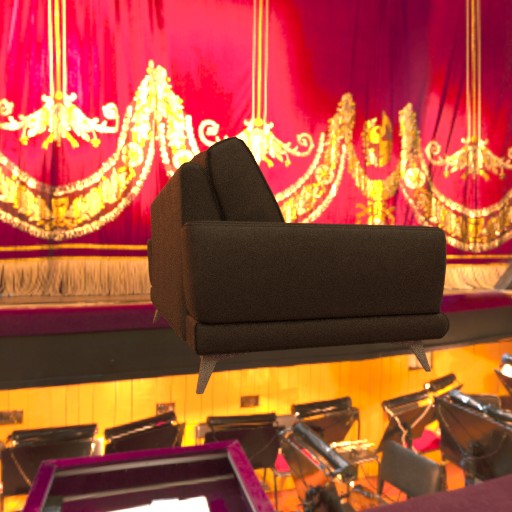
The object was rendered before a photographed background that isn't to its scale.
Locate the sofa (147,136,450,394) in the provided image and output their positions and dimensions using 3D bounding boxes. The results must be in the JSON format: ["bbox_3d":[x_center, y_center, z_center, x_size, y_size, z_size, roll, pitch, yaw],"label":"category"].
[{"bbox_3d":[0.000,0.000,2.376,1.018,0.907,1.806,0,0,-18],"label":"sofa"}]
